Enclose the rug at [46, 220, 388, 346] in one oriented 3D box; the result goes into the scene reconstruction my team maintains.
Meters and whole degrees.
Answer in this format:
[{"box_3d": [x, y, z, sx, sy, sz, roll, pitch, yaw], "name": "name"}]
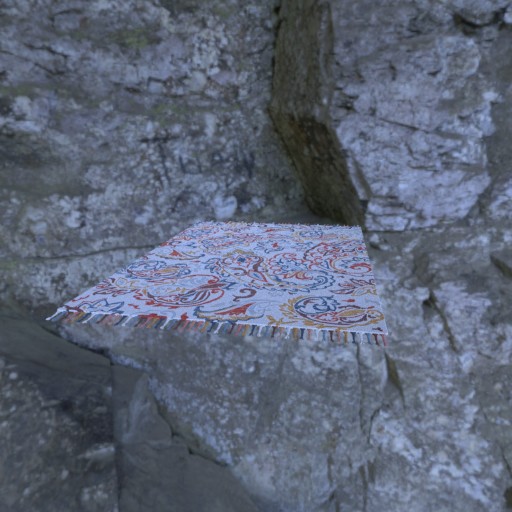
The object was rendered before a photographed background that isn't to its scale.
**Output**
[{"box_3d": [0.000, 0.000, 2.447, 1.218, 0.010, 1.997, 3, 15, 10], "name": "rug"}]
